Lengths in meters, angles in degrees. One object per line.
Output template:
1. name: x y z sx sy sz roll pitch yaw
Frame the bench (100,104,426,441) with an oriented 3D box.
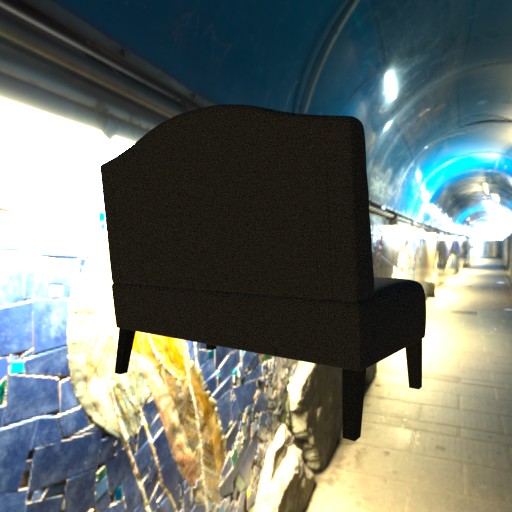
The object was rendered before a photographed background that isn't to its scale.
1. bench: 0.000 0.000 2.072 1.335 1.180 0.815 1 1 37
